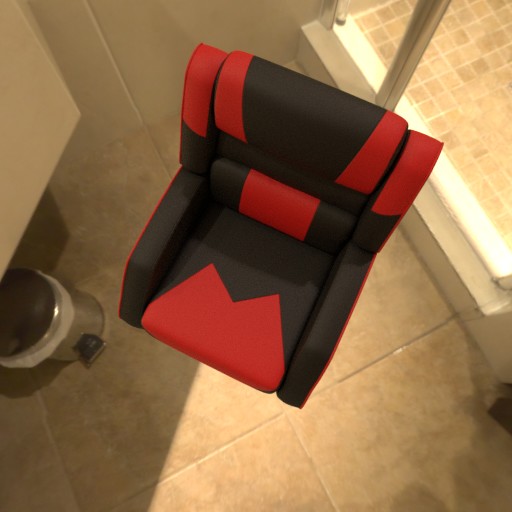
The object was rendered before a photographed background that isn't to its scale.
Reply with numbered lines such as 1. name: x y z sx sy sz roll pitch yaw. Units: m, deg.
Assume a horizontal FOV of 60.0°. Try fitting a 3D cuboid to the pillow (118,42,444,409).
1. pillow: 0.000 0.000 1.277 0.620 0.805 0.672 25 76 7
